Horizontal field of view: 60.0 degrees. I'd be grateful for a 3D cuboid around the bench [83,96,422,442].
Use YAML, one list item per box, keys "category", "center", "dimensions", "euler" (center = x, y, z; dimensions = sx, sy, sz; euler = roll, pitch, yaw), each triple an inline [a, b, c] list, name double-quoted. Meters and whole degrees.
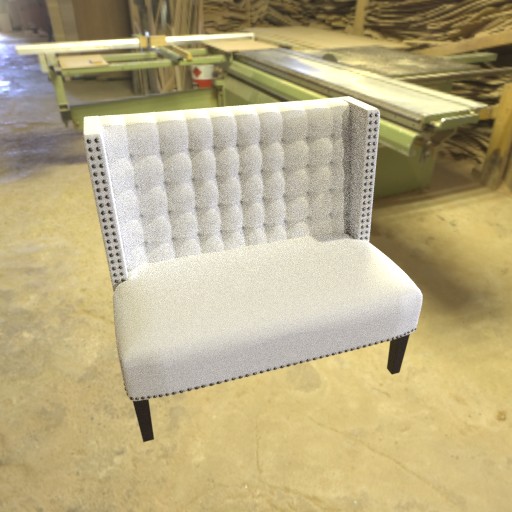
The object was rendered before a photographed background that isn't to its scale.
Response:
- category: "bench"
  center: [0.000, 0.000, 1.978]
  dimensions: [1.280, 1.123, 0.847]
  euler: [-10, 33, -15]
